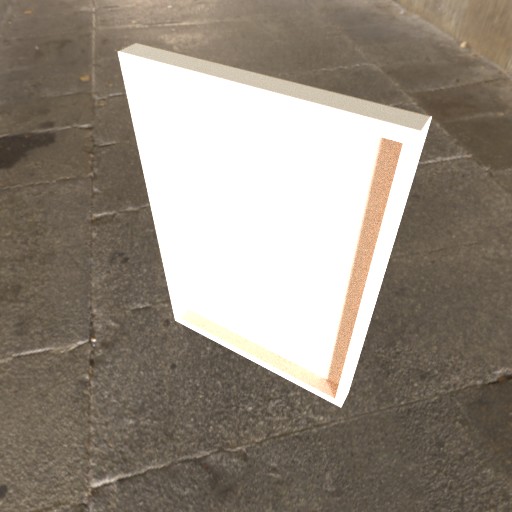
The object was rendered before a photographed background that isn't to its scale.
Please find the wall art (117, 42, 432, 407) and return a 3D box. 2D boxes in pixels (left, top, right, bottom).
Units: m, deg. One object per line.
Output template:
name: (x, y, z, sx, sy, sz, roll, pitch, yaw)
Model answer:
wall art: (0.000, 0.000, 0.756, 0.418, 0.608, 0.038, 23, 49, 21)
